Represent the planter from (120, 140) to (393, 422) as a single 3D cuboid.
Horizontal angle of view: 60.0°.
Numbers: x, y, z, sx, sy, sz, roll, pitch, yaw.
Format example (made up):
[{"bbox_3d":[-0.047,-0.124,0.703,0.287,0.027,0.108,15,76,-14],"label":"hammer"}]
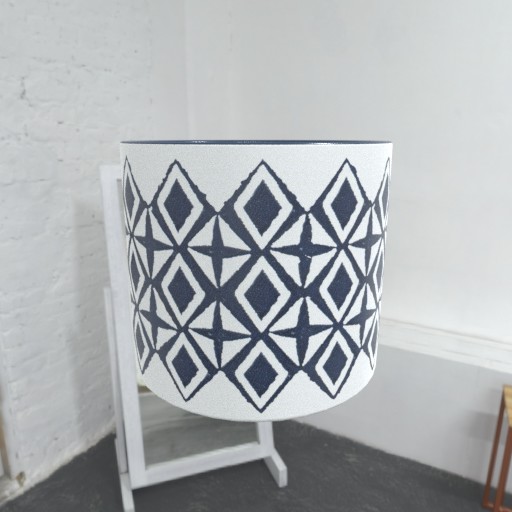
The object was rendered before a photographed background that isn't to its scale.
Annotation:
[{"bbox_3d":[0.000,0.000,0.327,0.182,0.165,0.182,0,15,0],"label":"planter"}]
